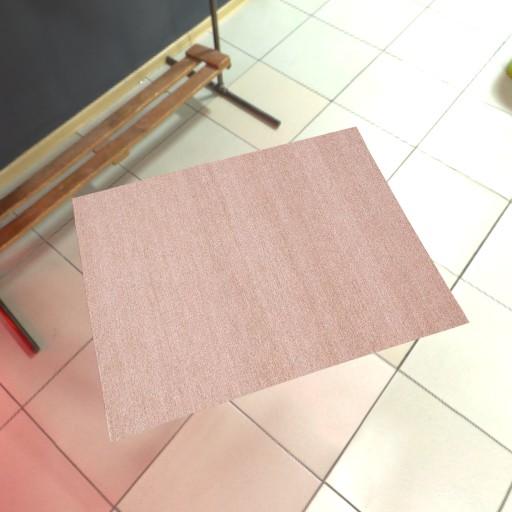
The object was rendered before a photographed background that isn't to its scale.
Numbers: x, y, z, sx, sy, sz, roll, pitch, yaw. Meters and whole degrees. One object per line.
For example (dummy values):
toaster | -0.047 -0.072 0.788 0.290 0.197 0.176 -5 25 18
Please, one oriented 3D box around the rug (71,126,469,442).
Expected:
rug | 0.000 0.000 4.229 3.202 0.045 2.434 -16 64 -8
